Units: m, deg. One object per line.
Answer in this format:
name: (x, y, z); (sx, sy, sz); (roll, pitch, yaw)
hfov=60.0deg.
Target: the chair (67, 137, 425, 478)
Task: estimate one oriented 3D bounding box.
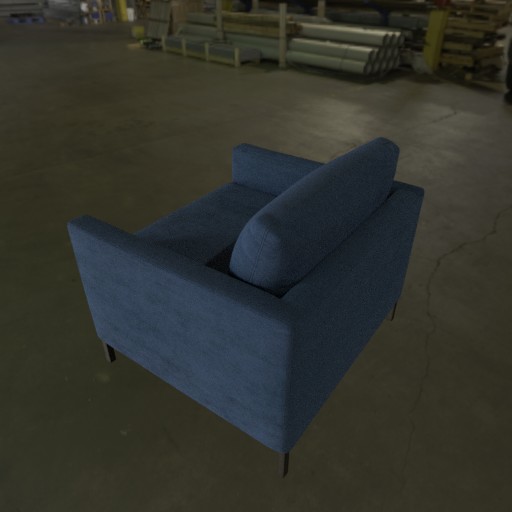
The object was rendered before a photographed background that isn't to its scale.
chair: (0.000, 0.000, 1.635); (0.875, 0.812, 0.964); (21, 39, 29)
